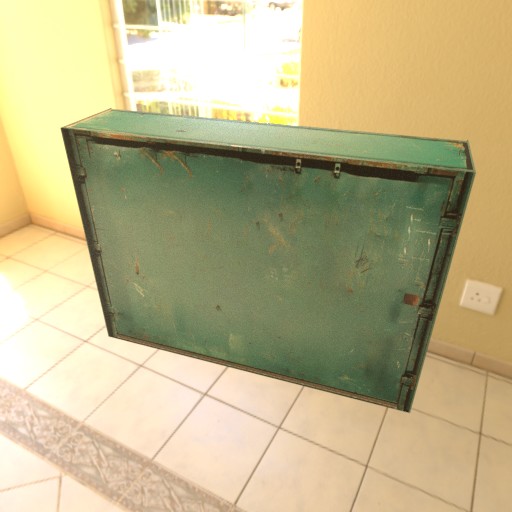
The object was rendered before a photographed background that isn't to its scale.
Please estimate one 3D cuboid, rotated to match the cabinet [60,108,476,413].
[{"bbox_3d":[0.000,0.000,3.895,3.001,2.160,0.680,10,33,16],"label":"cabinet"}]
